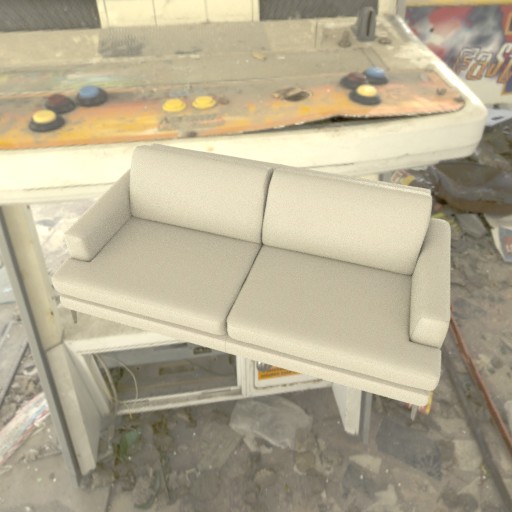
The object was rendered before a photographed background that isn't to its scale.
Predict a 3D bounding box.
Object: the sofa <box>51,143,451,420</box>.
[{"bbox_3d":[0.000,0.000,2.385,1.940,0.765,0.974,12,44,13],"label":"sofa"}]
